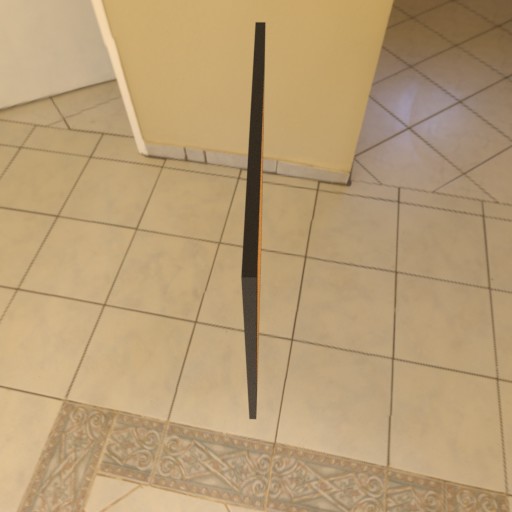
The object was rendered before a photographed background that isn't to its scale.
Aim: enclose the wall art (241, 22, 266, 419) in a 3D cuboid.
[{"bbox_3d":[0.000,0.000,0.699,0.013,0.534,0.380,1,58,1],"label":"wall art"}]
